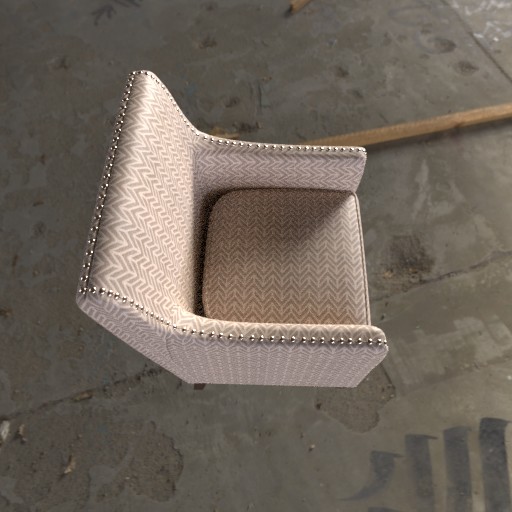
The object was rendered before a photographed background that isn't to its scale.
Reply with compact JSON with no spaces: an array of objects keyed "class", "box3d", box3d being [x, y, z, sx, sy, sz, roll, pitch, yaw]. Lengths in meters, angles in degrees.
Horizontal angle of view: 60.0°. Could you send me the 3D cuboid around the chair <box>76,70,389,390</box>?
[{"class":"chair","box3d":[0.000,0.000,1.277,0.651,0.816,0.623,1,62,1]}]
